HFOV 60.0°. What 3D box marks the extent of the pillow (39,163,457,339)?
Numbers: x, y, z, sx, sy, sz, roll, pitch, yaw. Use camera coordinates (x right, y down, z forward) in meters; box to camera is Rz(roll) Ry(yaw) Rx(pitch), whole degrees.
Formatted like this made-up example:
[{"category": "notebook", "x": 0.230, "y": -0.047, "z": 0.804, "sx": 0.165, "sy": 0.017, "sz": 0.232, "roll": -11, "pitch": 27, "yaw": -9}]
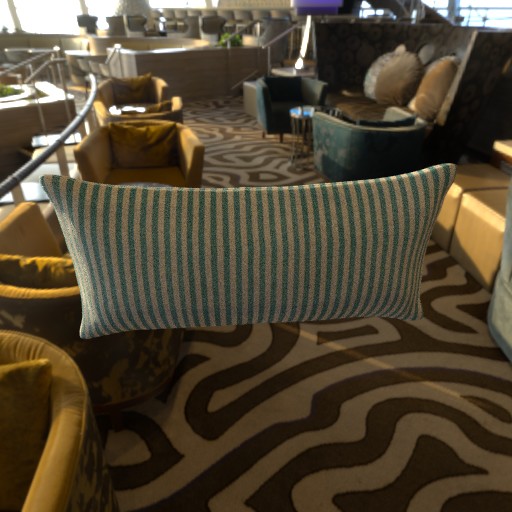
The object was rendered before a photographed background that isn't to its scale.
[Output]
[{"category": "pillow", "x": 0.000, "y": 0.000, "z": 0.723, "sx": 0.617, "sy": 0.295, "sz": 0.151, "roll": -3, "pitch": 29, "yaw": -5}]
